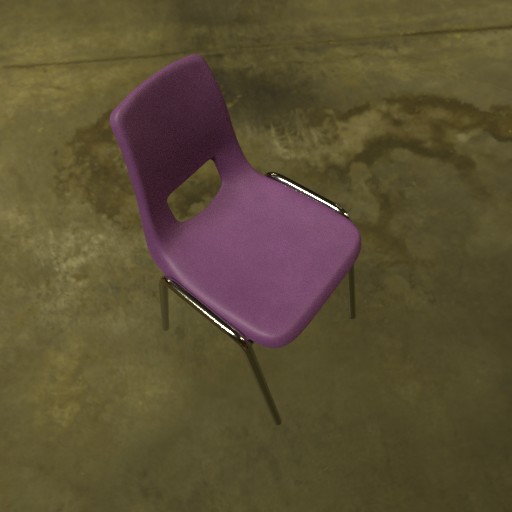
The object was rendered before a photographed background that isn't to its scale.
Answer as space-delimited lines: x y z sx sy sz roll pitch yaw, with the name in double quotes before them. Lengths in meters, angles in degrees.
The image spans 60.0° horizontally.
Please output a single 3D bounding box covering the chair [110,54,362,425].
"chair" 0.000 0.000 0.954 0.432 0.704 0.381 33 63 19
